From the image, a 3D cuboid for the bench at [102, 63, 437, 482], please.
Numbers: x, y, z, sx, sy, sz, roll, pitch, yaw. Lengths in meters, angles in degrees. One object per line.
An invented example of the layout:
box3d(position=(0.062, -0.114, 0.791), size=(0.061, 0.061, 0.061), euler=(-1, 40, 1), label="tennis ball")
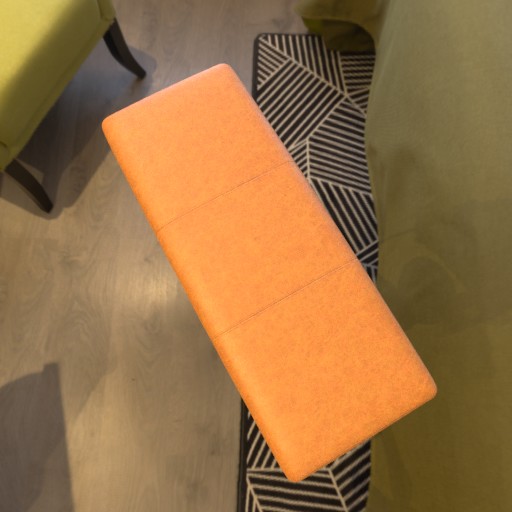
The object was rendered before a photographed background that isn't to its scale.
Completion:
box3d(position=(0.000, 0.000, 1.873), size=(0.653, 0.399, 1.610), euler=(-29, 76, -8), label="bench")
